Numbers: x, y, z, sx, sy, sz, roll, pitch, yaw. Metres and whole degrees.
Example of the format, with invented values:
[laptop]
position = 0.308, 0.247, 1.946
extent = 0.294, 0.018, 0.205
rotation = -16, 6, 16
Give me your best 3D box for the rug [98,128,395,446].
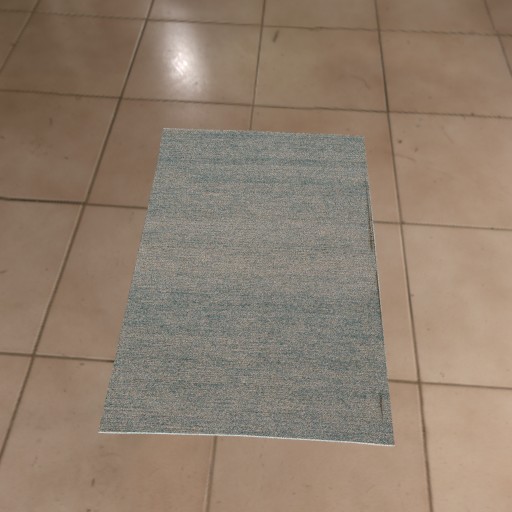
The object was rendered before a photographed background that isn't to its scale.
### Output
[rug]
position = 0.000, 0.000, 2.970
extent = 1.613, 0.030, 2.306
rotation = 3, 60, 1
